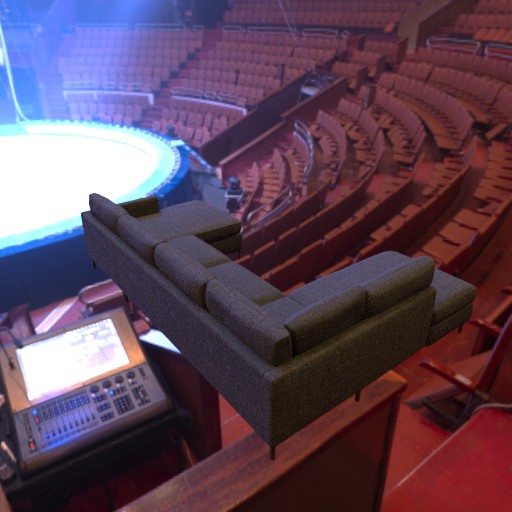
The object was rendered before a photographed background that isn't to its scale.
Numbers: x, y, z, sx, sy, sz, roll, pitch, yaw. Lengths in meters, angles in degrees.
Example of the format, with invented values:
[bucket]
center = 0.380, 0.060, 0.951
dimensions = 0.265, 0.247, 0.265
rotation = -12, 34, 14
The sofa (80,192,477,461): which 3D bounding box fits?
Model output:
[sofa]
center = 0.000, 0.000, 3.567
dimensions = 1.879, 0.753, 2.737
rotation = -19, 33, -33
